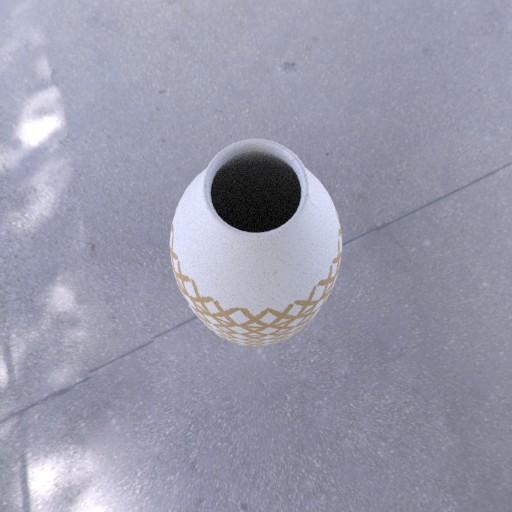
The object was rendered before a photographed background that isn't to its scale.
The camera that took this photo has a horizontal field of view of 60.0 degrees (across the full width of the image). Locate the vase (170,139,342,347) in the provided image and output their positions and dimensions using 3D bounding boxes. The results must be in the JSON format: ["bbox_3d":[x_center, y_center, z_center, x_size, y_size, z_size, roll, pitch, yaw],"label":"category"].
[{"bbox_3d":[0.000,0.000,0.492,0.186,0.380,0.186,0,75,0],"label":"vase"}]
